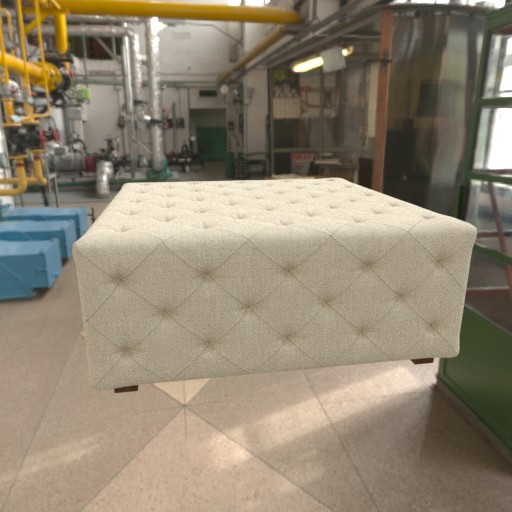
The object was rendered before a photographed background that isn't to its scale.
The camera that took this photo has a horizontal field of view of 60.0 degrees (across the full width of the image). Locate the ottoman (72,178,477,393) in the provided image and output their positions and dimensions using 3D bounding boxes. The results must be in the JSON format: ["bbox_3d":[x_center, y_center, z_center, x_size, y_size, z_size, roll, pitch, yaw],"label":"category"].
[{"bbox_3d":[0.000,0.000,1.620,1.028,0.439,1.028,-3,17,-9],"label":"ottoman"}]
